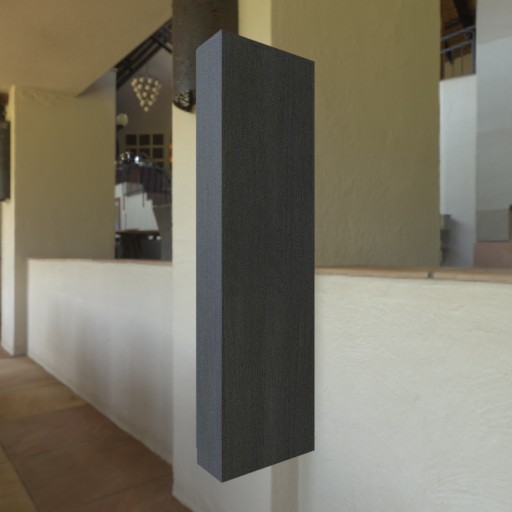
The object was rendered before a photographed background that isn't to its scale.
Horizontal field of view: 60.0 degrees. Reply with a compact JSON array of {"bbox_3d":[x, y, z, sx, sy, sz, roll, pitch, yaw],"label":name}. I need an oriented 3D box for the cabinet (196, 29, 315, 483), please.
[{"bbox_3d":[0.000,0.000,1.987,0.500,1.790,0.230,0,0,-36],"label":"cabinet"}]
